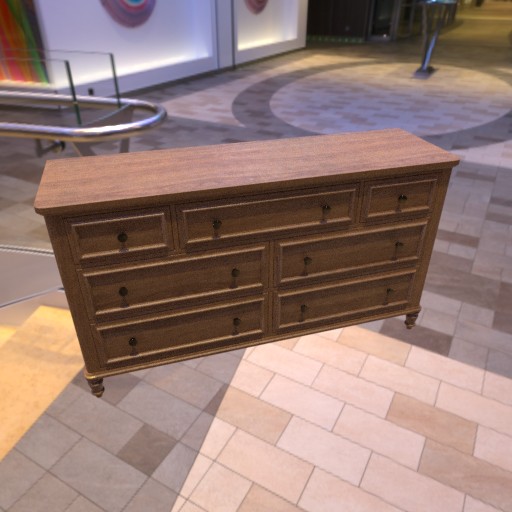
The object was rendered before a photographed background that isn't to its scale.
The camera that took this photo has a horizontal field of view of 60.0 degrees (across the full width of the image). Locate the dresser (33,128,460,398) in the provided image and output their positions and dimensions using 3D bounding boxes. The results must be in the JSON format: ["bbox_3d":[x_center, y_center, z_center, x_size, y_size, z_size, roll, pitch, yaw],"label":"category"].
[{"bbox_3d":[0.000,0.000,1.985,1.583,0.892,0.468,-9,33,-14],"label":"dresser"}]
